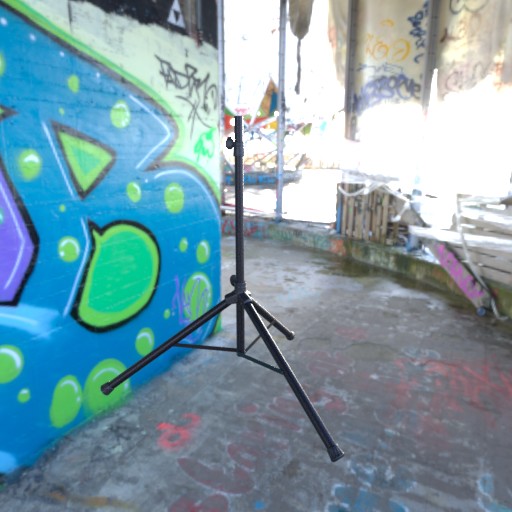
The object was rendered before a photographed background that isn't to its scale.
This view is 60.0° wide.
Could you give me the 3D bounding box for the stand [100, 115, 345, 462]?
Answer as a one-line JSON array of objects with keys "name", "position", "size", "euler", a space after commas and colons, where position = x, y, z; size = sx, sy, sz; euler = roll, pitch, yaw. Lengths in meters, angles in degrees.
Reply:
[{"name": "stand", "position": [0.000, 0.000, 1.912], "size": [1.045, 1.136, 0.907], "euler": [7, 15, 25]}]
